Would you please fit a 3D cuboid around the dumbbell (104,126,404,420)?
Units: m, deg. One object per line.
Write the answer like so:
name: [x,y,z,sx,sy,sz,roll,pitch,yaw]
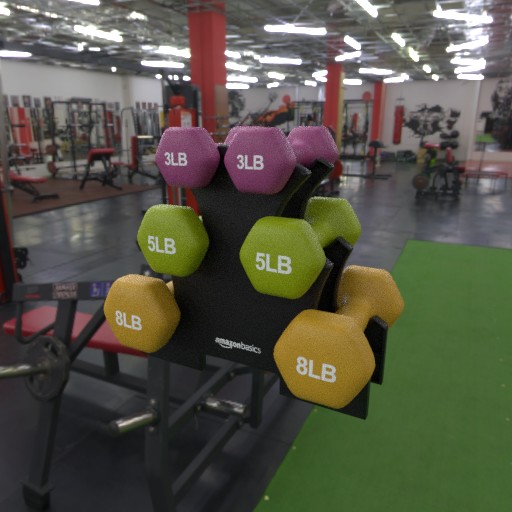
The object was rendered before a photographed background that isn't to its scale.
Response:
dumbbell: [0.000,0.000,0.484,0.300,0.271,0.190,9,19,27]
